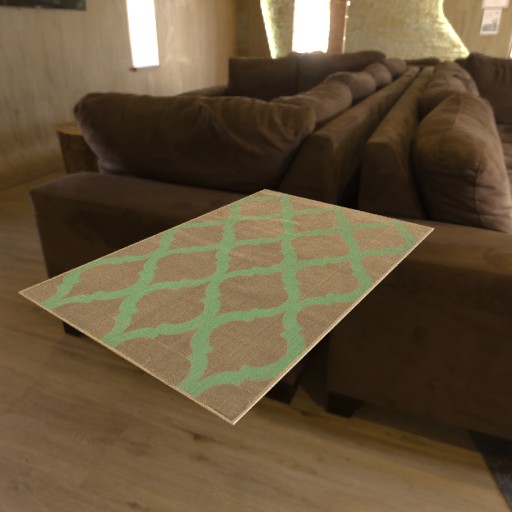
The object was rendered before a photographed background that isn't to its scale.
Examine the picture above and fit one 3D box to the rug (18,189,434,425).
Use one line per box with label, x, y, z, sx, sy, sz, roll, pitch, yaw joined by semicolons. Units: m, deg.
rug;0.000;0.000;2.820;1.524;0.006;2.286;19;32;33
